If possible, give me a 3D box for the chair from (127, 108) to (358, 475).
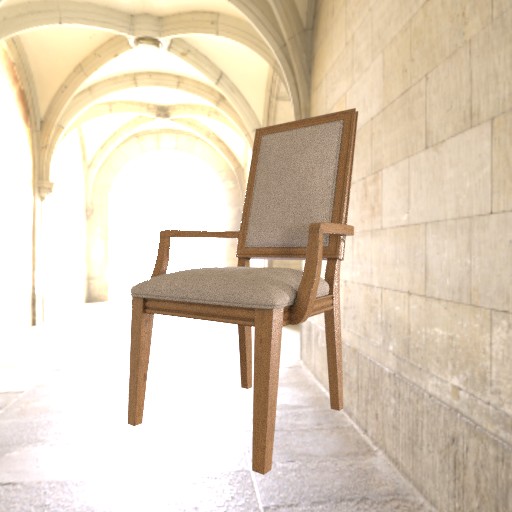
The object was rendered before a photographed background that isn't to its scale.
[{"bbox_3d":[0.000,0.000,1.393,0.606,0.990,0.602,0,1,37],"label":"chair"}]
